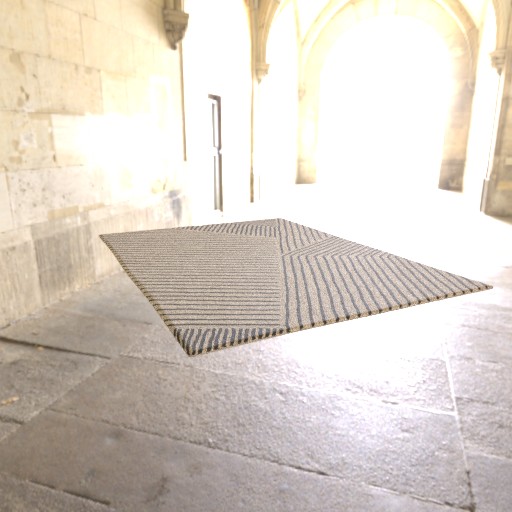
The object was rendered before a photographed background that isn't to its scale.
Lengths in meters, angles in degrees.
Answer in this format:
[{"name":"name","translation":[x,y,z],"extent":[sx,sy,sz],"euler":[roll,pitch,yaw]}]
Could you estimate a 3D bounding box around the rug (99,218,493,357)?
[{"name":"rug","translation":[0.000,0.000,3.193],"extent":[1.829,0.028,2.449],"euler":[-8,17,-26]}]
